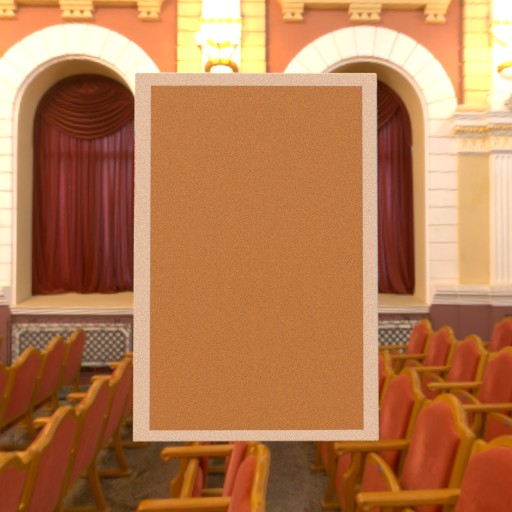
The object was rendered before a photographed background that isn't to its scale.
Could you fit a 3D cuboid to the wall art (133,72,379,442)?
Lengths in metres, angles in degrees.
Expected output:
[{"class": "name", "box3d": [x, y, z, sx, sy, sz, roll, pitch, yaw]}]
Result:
[{"class": "wall art", "box3d": [0.000, 0.000, 0.475, 0.251, 0.380, 0.039, 0, -1, 0]}]
